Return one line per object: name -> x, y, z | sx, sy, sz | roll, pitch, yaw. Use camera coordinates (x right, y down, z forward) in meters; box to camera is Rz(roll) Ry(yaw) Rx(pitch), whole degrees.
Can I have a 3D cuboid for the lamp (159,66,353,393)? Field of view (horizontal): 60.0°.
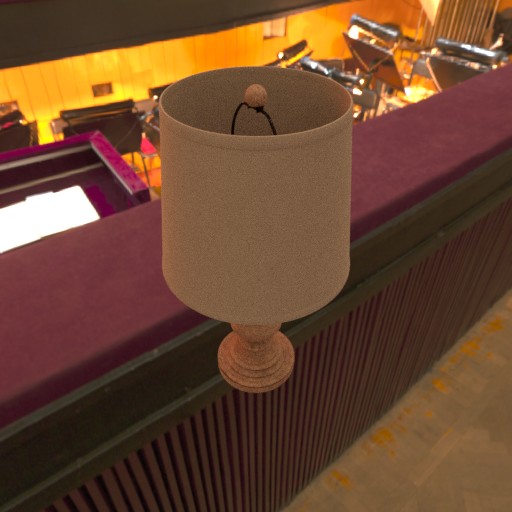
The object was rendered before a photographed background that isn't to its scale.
lamp -> 0.000, 0.000, 0.654 | 0.273, 0.497, 0.273 | 0, 40, 0
